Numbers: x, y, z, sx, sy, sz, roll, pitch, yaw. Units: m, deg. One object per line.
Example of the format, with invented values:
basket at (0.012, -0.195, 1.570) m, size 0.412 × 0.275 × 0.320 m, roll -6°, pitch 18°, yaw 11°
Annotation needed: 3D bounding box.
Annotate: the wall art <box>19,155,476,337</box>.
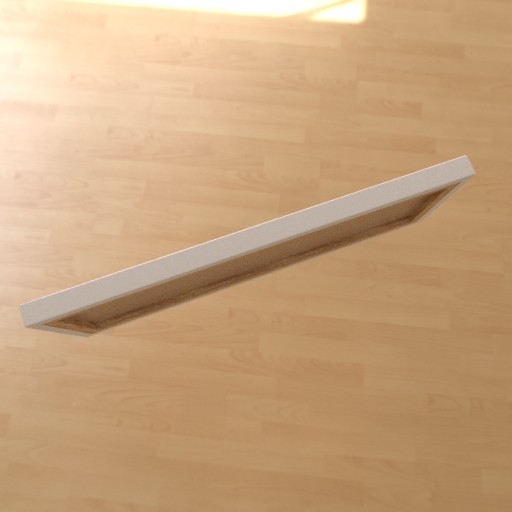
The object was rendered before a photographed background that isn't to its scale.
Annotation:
wall art at (0.000, 0.000, 0.835) m, size 0.763 × 0.255 × 0.038 m, roll -19°, pitch 77°, yaw -5°
